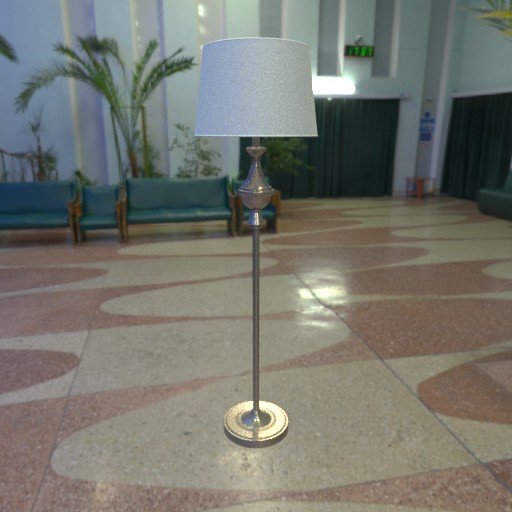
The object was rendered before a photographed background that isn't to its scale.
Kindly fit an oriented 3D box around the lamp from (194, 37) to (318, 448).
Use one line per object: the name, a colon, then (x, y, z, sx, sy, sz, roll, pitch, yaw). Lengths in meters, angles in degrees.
lamp: (0.000, 0.000, 1.668, 0.431, 1.488, 0.431, 0, 16, 0)
